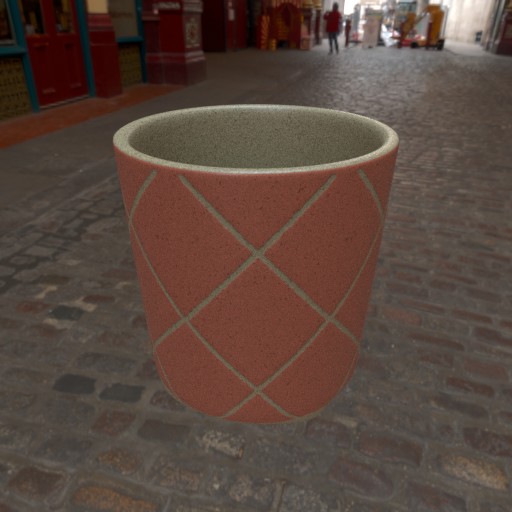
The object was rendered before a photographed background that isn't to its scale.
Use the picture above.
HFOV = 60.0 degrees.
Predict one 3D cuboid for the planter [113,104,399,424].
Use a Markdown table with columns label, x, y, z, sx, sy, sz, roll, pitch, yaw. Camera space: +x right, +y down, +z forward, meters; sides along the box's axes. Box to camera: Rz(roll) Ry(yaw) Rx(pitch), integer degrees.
| label | x | y | z | sx | sy | sz | roll | pitch | yaw |
| --- | --- | --- | --- | --- | --- | --- | --- | --- | --- |
| planter | 0.000 | 0.000 | 0.353 | 0.191 | 0.200 | 0.191 | 0 | 29 | 0 |
